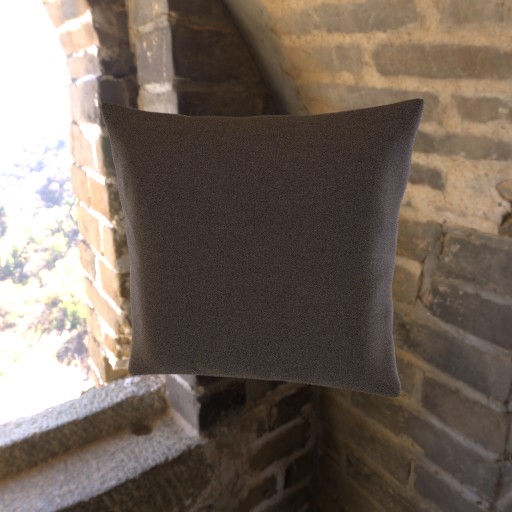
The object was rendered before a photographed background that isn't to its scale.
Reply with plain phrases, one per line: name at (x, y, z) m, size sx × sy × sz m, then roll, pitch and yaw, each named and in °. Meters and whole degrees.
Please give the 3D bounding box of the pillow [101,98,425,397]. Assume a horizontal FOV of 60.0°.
pillow at (0.000, 0.000, 0.767) m, size 0.523 × 0.510 × 0.166 m, roll 3°, pitch 15°, yaw 10°
